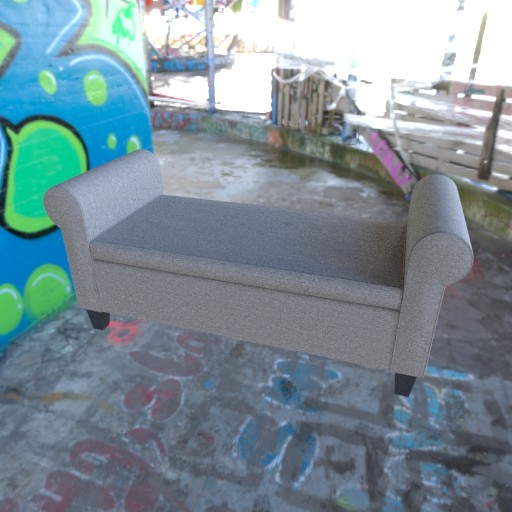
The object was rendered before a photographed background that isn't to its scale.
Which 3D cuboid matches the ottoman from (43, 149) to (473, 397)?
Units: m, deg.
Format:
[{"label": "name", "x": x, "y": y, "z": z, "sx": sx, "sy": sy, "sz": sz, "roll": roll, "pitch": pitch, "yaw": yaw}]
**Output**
[{"label": "ottoman", "x": 0.000, "y": 0.000, "z": 1.539, "sx": 1.256, "sy": 0.547, "sz": 0.521, "roll": 8, "pitch": 28, "yaw": 16}]
